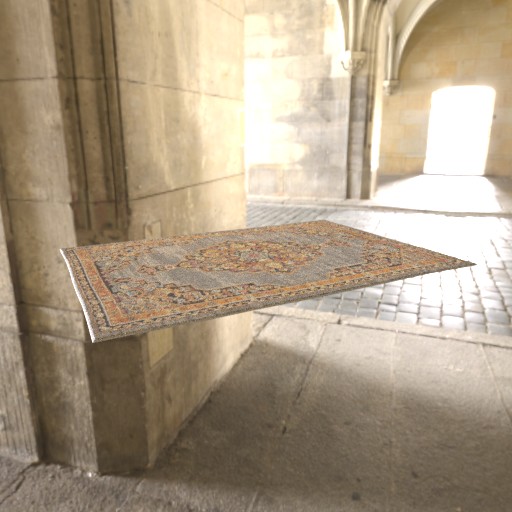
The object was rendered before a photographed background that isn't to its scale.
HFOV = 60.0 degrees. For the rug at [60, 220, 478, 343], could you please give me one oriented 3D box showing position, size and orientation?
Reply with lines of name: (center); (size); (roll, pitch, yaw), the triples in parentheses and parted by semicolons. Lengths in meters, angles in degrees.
rug: (0.000, 0.000, 3.937); (3.063, 0.024, 2.158); (-8, 18, -26)
